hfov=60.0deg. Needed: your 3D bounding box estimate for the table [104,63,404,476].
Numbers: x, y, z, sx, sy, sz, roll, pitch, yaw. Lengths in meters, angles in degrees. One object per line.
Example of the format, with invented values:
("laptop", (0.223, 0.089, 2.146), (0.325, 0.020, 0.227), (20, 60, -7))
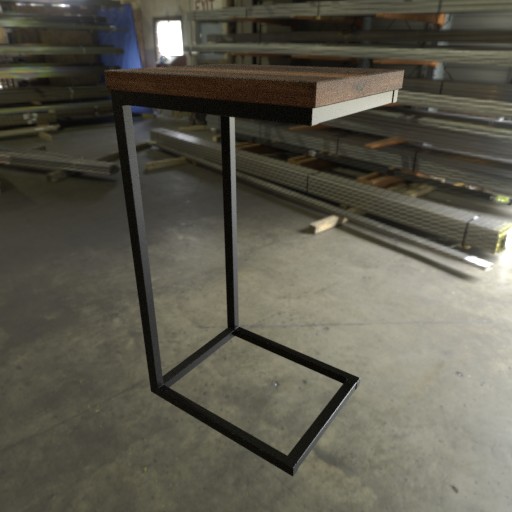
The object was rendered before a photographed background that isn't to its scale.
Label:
("table", (0.000, 0.000, 0.926), (0.414, 0.718, 0.323), (17, 31, 32))
